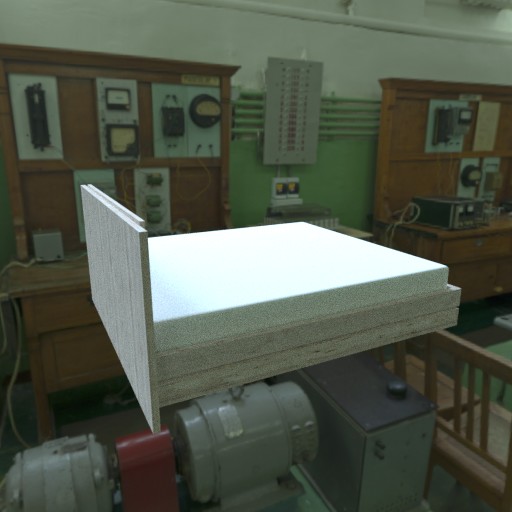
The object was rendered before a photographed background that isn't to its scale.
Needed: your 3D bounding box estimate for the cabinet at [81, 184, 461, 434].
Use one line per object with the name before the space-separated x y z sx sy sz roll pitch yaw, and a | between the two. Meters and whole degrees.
cabinet | 0.000 0.000 3.216 2.080 0.970 1.950 -8 17 -26
